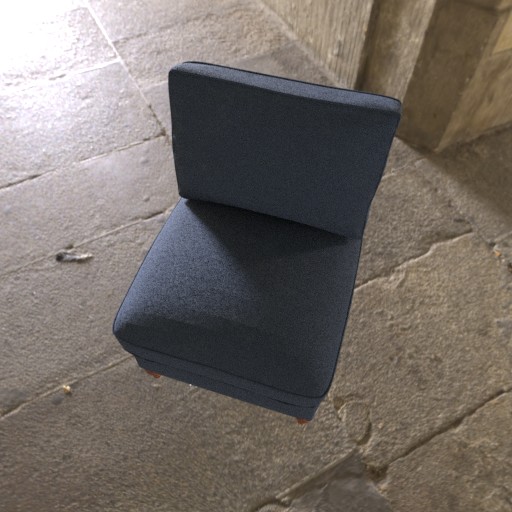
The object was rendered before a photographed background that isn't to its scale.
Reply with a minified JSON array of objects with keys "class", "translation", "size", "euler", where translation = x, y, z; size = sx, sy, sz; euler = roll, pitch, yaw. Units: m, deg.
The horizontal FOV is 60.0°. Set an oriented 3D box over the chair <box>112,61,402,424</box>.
[{"class":"chair","translation":[0.000,0.000,1.586],"size":[0.724,1.052,0.912],"euler":[15,58,9]}]
